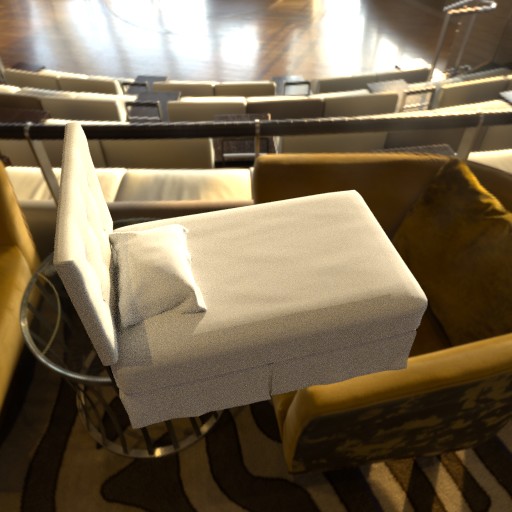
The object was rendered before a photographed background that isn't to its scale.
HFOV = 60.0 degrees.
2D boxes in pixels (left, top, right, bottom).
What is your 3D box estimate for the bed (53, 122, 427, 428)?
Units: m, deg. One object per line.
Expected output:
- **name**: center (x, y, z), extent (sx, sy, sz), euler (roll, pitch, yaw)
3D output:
- **bed**: center (0.000, 0.000, 2.880), extent (1.997, 1.571, 1.261), euler (-10, 47, -10)
